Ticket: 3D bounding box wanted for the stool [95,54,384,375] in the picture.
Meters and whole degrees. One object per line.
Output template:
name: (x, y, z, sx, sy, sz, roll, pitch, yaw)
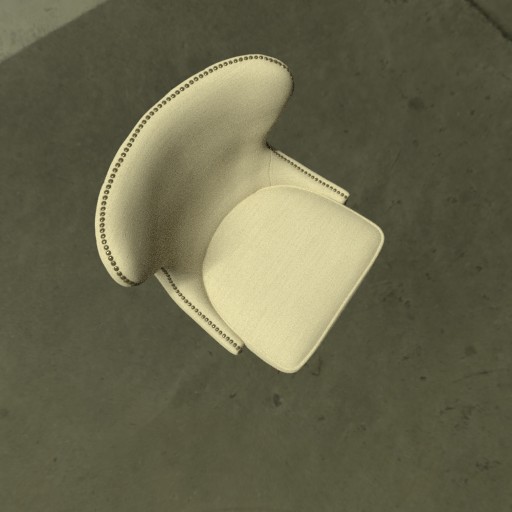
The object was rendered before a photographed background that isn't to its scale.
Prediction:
stool: (0.000, 0.000, 1.345, 0.597, 0.972, 0.615, 34, 77, 9)
